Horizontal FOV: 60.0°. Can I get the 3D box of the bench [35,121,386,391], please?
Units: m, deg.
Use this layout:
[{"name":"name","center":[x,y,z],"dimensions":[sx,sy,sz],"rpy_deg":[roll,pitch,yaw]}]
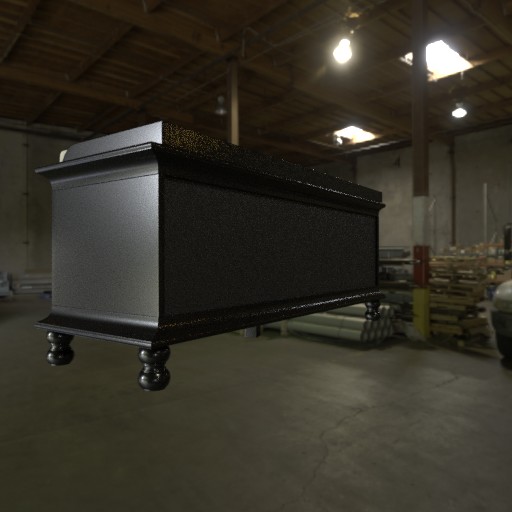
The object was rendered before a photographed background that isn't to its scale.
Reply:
[{"name":"bench","center":[0.000,0.000,1.383],"dimensions":[0.402,0.501,1.185],"rpy_deg":[0,0,36]}]
